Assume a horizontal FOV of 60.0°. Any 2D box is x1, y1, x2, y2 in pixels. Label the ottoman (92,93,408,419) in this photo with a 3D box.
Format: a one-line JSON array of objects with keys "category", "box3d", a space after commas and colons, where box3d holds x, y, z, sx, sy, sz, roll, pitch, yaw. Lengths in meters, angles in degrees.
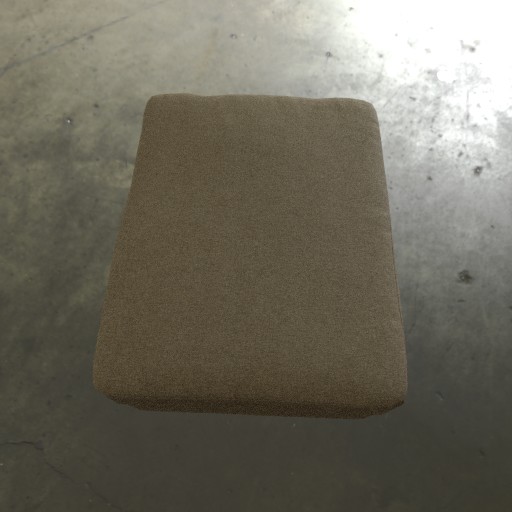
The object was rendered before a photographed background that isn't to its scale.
[{"category": "ottoman", "box3d": [0.000, 0.000, 1.297, 0.692, 0.511, 0.889, 2, 63, 1]}]
